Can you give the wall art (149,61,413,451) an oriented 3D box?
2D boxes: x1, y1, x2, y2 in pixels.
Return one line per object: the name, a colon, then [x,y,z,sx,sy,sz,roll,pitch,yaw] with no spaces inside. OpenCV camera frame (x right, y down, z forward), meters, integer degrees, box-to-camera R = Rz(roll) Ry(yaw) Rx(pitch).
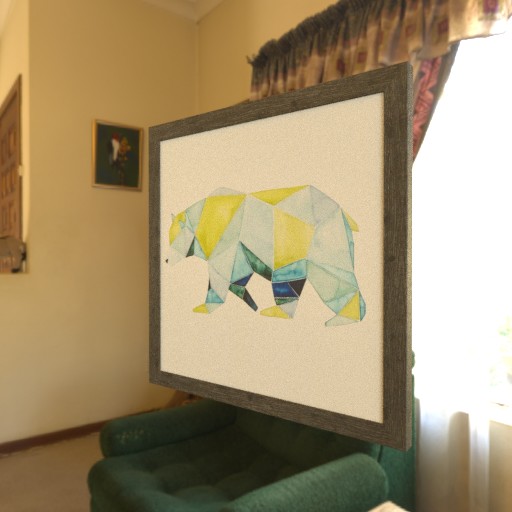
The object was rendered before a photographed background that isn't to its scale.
wall art: [0.000,0.000,0.669,0.462,0.459,0.027,0,1,37]
